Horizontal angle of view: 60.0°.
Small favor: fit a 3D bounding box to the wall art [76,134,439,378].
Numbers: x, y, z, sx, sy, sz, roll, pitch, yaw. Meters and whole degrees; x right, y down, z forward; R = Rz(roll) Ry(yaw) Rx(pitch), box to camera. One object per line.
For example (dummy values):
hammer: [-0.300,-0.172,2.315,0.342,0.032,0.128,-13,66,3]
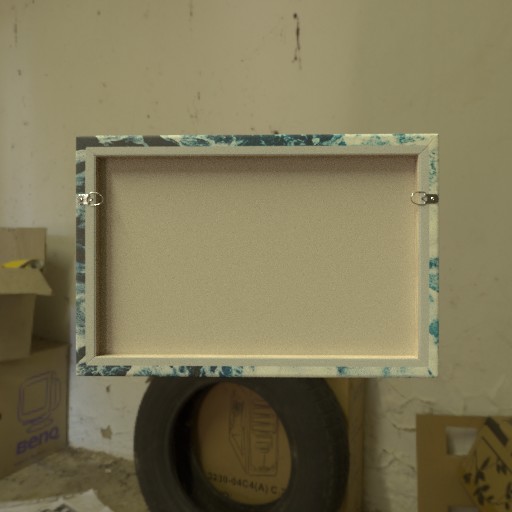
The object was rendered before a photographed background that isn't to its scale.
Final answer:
wall art: [0.000,0.000,1.881,1.524,1.017,0.055,0,0,1]
